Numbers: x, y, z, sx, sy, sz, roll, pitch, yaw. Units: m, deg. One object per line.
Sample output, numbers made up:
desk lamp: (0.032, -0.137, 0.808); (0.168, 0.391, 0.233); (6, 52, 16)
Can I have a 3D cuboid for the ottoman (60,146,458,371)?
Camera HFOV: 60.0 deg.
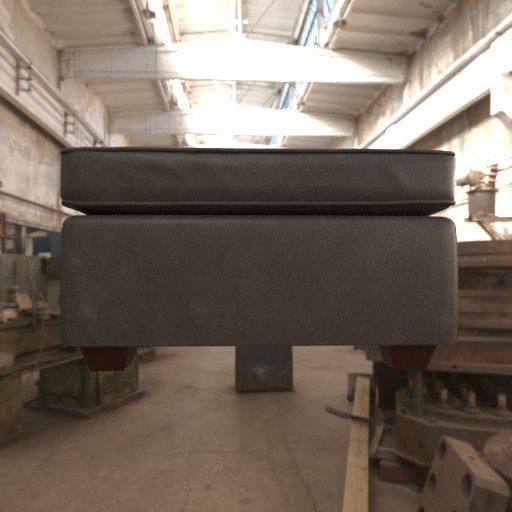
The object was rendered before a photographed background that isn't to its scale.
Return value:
ottoman: (0.000, 0.000, 1.074); (0.756, 0.445, 0.554); (0, -1, -2)
